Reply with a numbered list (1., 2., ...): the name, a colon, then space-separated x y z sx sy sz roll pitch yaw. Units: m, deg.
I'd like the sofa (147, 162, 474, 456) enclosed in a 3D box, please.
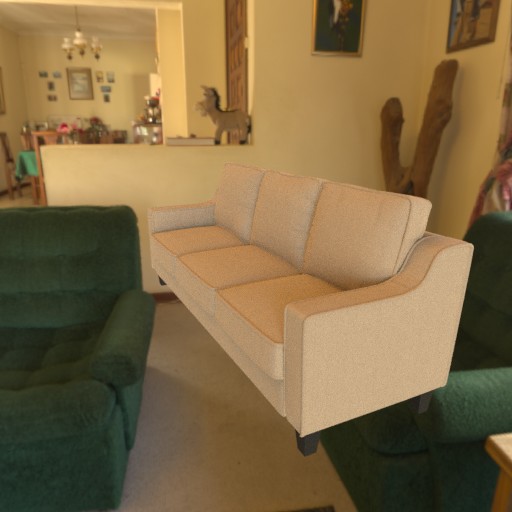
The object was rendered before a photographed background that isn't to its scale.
1. sofa: 0.000 0.000 2.495 0.791 0.902 2.131 -8 18 -25
